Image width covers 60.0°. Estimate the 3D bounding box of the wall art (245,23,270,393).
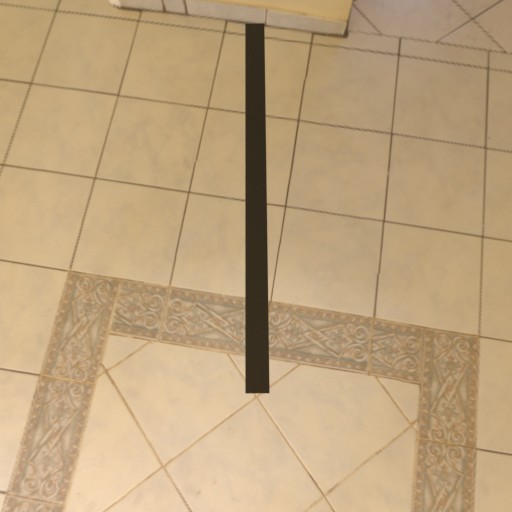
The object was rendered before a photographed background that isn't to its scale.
[{"bbox_3d":[0.000,0.000,1.387,0.043,1.046,0.788,0,75,0],"label":"wall art"}]
